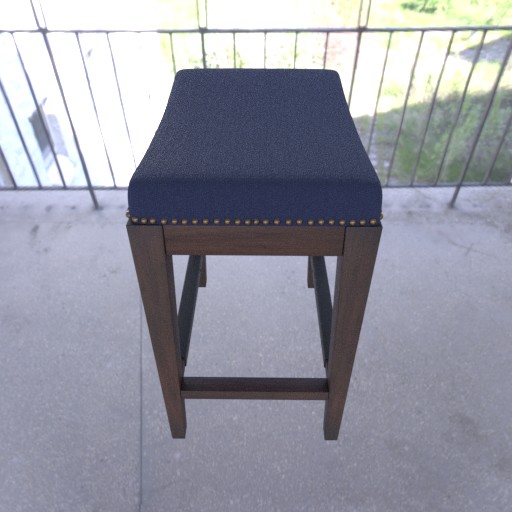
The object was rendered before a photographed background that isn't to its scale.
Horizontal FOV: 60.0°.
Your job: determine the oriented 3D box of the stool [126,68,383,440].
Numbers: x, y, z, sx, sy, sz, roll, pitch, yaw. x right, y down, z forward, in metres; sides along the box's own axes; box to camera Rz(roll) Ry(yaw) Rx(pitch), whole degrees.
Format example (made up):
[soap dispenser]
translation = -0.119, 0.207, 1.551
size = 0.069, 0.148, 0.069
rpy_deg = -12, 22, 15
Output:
[stool]
translation = 0.000, 0.000, 0.952
size = 0.361, 0.642, 0.500
rpy_deg = 0, 41, 0
